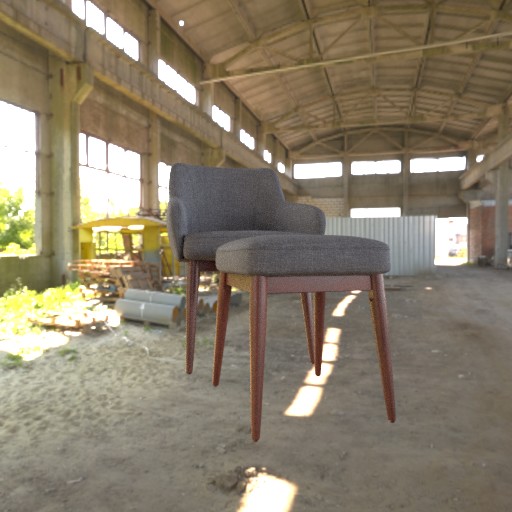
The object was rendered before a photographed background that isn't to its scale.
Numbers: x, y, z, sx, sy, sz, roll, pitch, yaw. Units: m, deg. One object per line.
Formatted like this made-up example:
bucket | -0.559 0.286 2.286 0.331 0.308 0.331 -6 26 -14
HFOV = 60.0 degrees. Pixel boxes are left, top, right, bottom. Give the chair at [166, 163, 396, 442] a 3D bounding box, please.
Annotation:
chair | 0.000 0.000 1.539 0.584 0.799 1.107 0 1 -18
